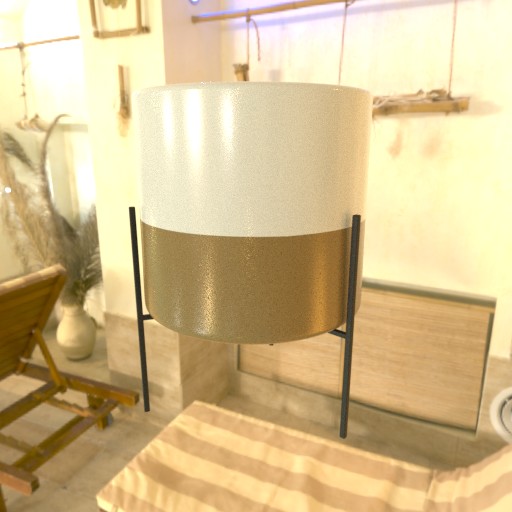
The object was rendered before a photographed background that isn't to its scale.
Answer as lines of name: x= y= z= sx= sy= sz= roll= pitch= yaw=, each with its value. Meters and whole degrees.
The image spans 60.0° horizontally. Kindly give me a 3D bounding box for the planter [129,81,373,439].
planter: x=0.000 y=0.000 z=0.627 sx=0.310 sy=0.432 sz=0.310 roll=8 pitch=17 yaw=26
